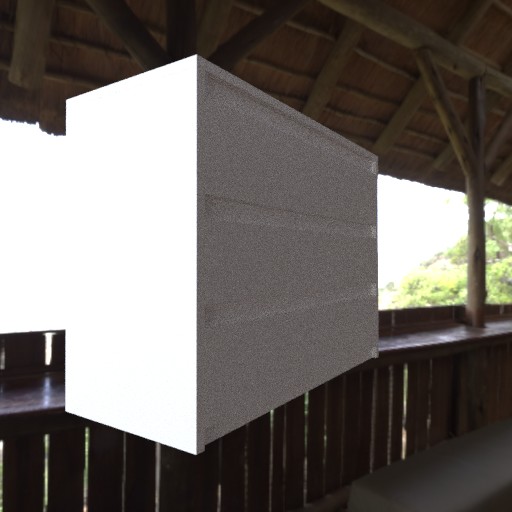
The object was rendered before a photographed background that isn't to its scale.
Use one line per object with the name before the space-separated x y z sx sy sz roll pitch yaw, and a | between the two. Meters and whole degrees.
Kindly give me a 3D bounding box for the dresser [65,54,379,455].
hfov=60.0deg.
dresser | 0.000 0.000 1.490 0.460 0.820 1.100 0 0 34
